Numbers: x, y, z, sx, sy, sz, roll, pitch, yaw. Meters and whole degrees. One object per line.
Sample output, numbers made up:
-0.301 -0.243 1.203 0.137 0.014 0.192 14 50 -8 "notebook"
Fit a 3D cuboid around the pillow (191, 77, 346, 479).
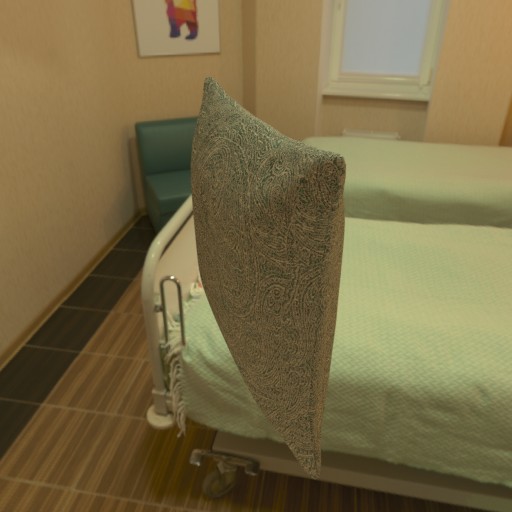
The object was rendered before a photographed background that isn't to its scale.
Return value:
0.000 0.000 0.760 0.166 0.507 0.526 -10 32 -17 "pillow"
